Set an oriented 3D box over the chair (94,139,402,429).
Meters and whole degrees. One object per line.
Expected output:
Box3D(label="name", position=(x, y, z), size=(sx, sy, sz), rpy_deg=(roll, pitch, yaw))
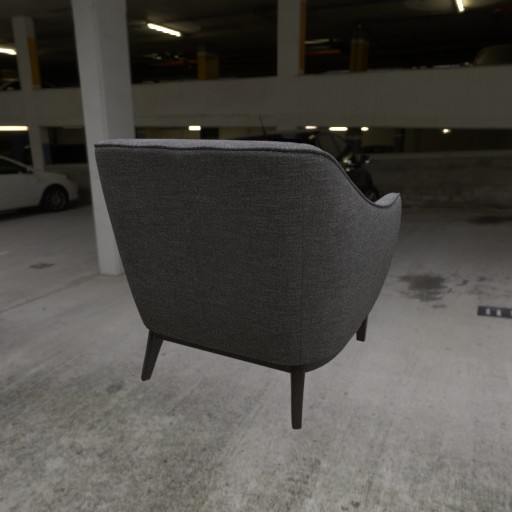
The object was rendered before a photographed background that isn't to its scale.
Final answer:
Box3D(label="chair", position=(0.000, 0.000, 1.593), size=(0.870, 0.829, 0.851), rpy_deg=(8, 18, 26))
